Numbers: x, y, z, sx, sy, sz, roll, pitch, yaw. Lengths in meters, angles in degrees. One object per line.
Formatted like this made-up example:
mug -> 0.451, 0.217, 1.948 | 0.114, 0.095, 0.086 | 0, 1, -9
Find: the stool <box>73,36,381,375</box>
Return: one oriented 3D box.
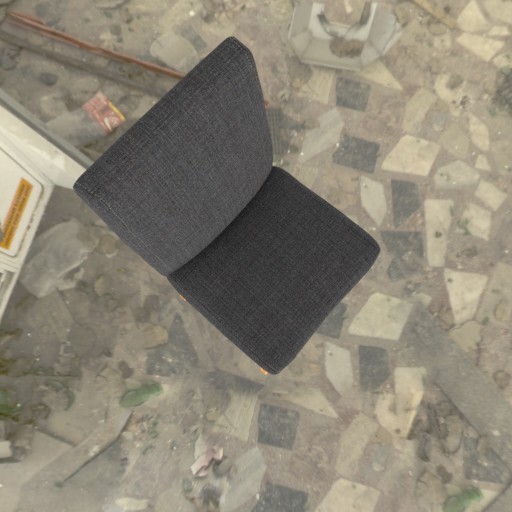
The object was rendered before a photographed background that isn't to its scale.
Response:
stool -> 0.000, 0.000, 1.268 | 0.526, 1.010, 0.459 | 41, 80, 9
